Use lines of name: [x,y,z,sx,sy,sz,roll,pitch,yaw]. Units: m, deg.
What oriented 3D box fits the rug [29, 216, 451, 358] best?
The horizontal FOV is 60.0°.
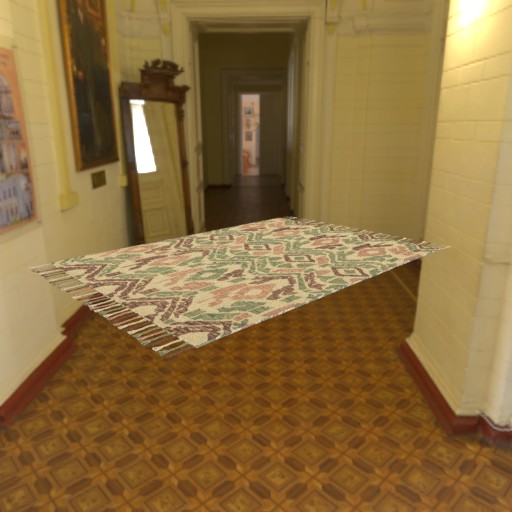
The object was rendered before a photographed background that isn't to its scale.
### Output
rug: [0.000,0.000,2.265,1.829,0.010,1.219,-15,22,-42]
